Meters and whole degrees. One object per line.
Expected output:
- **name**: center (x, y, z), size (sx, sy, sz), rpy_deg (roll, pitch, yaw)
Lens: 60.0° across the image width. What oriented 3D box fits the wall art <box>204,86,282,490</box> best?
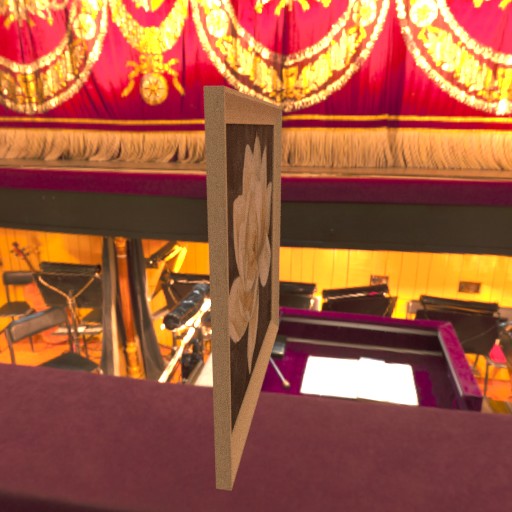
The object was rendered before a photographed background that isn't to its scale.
- **wall art**: center (0.000, 0.000, 1.529), size (0.045, 1.016, 1.016), rpy_deg (3, 17, 10)
